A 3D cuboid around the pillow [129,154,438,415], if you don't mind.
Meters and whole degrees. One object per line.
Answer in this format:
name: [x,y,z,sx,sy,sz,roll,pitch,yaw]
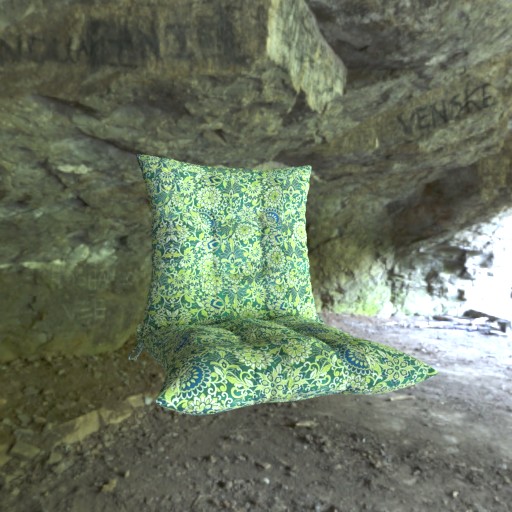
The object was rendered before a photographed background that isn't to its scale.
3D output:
pillow: [0.000,0.000,1.000,0.541,0.536,0.585,0,0,-18]
